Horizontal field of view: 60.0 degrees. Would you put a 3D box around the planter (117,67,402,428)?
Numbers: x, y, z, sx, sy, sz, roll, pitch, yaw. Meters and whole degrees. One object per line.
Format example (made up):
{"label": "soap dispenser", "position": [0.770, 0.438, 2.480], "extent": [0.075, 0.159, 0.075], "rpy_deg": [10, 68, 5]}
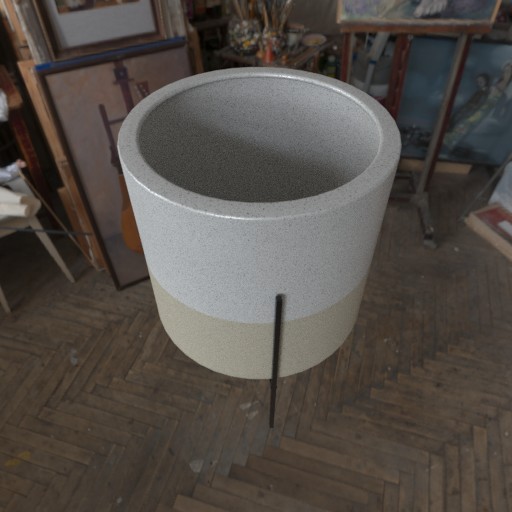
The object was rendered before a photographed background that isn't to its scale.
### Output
{"label": "planter", "position": [0.000, 0.000, 0.740], "extent": [0.368, 0.484, 0.359], "rpy_deg": [17, 49, 15]}
